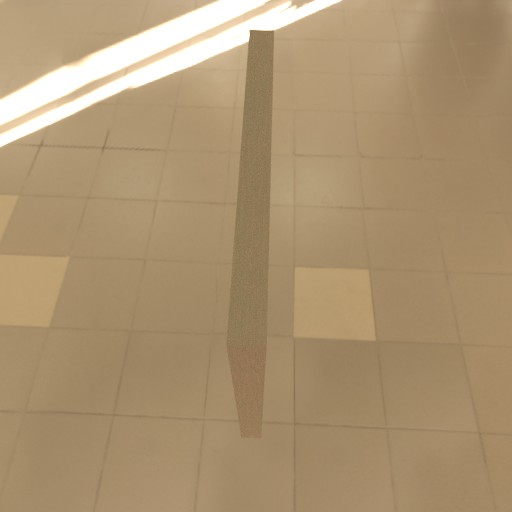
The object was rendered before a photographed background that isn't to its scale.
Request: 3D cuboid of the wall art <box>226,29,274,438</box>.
[{"bbox_3d":[0.000,0.000,0.767,0.038,0.506,0.508,2,59,1],"label":"wall art"}]
